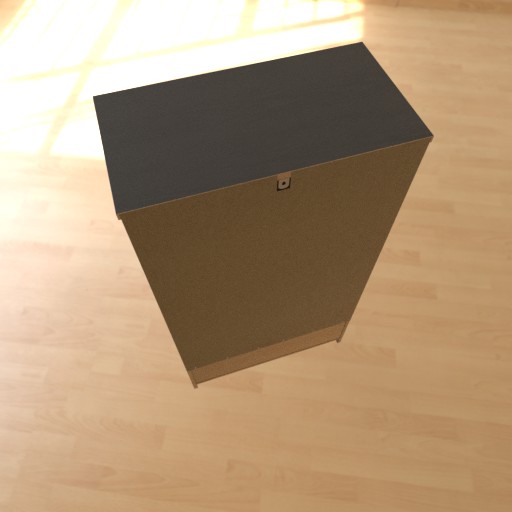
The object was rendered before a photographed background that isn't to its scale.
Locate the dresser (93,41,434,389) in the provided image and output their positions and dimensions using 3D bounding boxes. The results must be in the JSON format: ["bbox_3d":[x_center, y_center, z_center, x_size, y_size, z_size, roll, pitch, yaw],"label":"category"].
[{"bbox_3d":[0.000,0.000,1.555,0.704,1.255,0.399,-15,59,-9],"label":"dresser"}]
